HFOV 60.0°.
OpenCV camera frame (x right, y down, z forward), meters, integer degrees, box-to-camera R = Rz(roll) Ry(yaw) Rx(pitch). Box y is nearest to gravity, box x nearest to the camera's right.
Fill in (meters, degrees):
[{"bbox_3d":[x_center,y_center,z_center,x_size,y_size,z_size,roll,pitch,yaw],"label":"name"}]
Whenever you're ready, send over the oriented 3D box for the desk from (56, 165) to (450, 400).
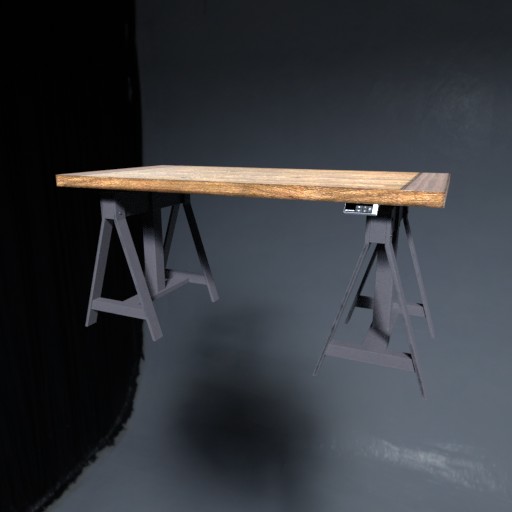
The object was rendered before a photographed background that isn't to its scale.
[{"bbox_3d":[0.000,0.000,1.994,1.543,0.725,0.784,6,16,23],"label":"desk"}]
